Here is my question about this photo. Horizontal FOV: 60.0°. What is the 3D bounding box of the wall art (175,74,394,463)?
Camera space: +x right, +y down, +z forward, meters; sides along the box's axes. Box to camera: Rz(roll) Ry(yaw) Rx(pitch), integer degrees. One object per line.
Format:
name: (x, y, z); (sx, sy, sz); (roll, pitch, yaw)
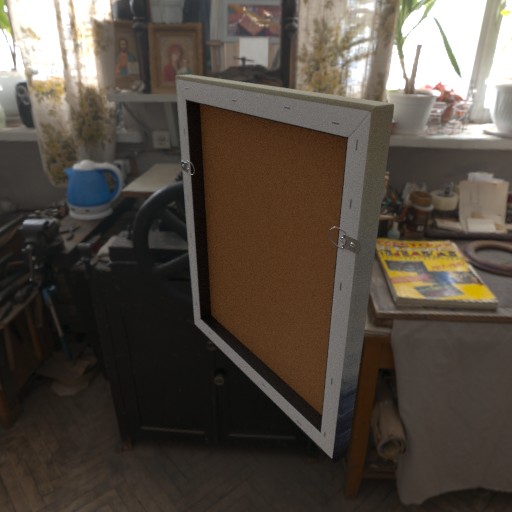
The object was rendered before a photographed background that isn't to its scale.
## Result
wall art: (0.000, 0.000, 0.985); (0.041, 0.710, 0.608); (-18, 32, -31)
